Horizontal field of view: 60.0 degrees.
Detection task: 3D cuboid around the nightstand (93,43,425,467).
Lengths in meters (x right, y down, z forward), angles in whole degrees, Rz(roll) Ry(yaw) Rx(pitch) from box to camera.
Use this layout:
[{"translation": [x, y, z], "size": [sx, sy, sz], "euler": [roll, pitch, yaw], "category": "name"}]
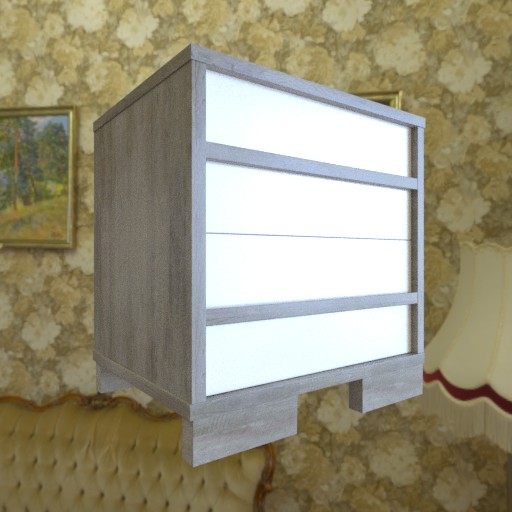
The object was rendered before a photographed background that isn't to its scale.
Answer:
[{"translation": [0.000, 0.000, 0.731], "size": [0.427, 0.448, 0.347], "euler": [0, 0, -36], "category": "nightstand"}]
